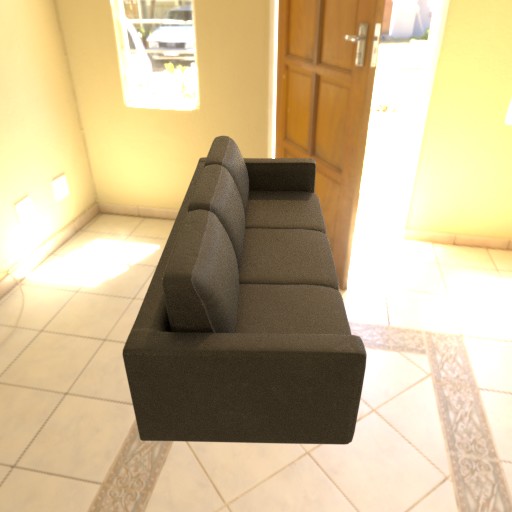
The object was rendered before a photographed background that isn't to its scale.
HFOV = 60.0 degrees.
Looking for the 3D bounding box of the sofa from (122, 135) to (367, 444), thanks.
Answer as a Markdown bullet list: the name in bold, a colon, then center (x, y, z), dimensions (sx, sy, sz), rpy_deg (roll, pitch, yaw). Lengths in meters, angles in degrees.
- **sofa**: center (0.000, 0.000, 2.493), dimensions (0.879, 0.899, 2.029), rpy_deg (1, 31, 1)
